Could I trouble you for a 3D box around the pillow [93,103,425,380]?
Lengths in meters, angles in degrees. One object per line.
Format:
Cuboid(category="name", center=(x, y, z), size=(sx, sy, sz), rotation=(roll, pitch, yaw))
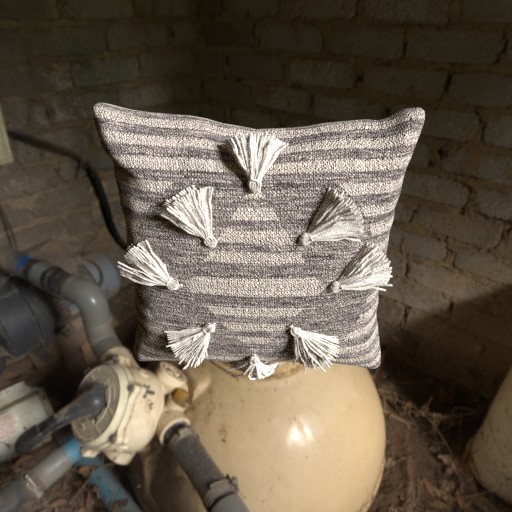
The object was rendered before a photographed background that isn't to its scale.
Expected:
Cuboid(category="pillow", center=(0.000, 0.000, 0.749), size=(0.484, 0.490, 0.234), rotation=(1, 30, 2))
